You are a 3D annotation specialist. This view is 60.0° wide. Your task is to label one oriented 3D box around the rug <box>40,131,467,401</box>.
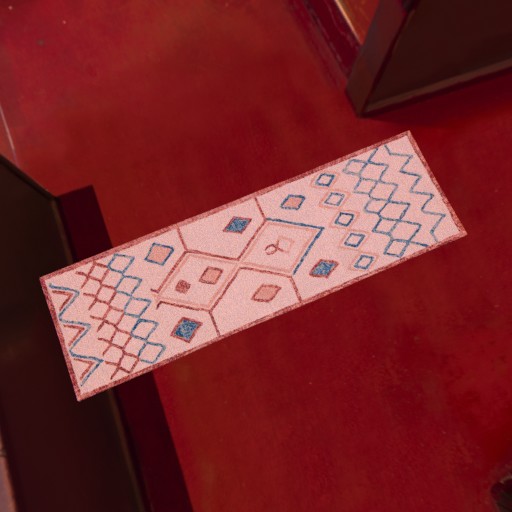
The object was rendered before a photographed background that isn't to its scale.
[{"bbox_3d":[0.000,0.000,2.622,2.435,0.011,0.750,-22,77,-5],"label":"rug"}]
